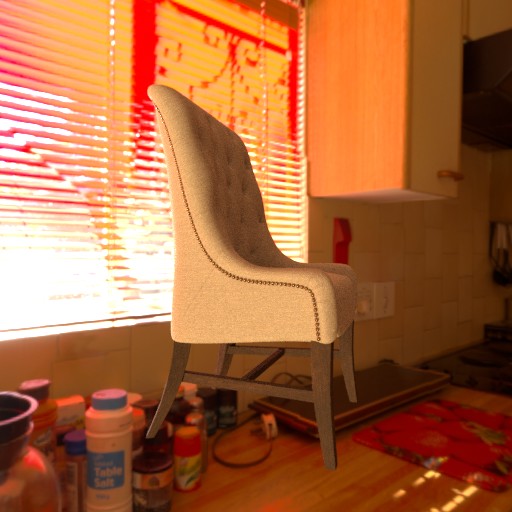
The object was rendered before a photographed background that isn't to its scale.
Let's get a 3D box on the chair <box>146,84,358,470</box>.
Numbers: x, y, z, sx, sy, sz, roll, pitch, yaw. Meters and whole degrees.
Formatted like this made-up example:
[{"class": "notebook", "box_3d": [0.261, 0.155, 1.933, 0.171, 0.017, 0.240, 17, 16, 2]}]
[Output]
[{"class": "chair", "box_3d": [0.000, 0.000, 1.498, 0.629, 1.091, 0.634, 0, 0, 18]}]
